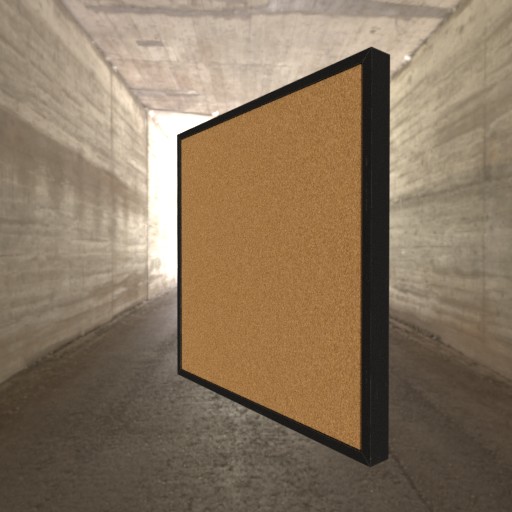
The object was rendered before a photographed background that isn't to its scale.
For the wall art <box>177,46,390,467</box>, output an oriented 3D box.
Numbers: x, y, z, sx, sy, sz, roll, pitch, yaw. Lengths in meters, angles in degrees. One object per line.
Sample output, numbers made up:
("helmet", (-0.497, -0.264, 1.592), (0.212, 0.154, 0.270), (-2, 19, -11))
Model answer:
("wall art", (0.000, 0.000, 0.744), (0.036, 0.506, 0.506), (-1, 1, -37))
